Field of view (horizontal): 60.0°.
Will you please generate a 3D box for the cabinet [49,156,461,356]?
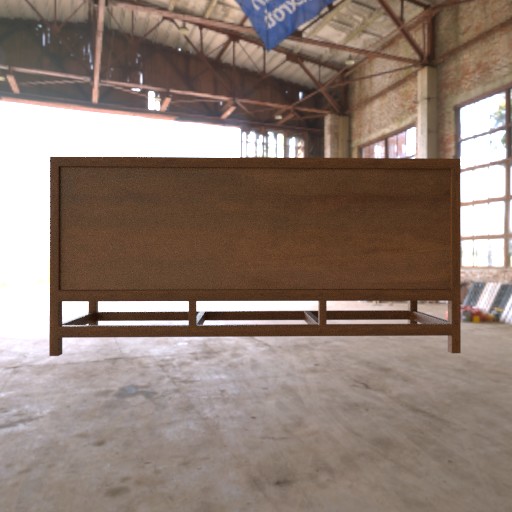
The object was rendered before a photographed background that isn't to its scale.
[{"bbox_3d":[0.000,0.000,2.100,1.708,0.820,0.522,0,0,-2],"label":"cabinet"}]
